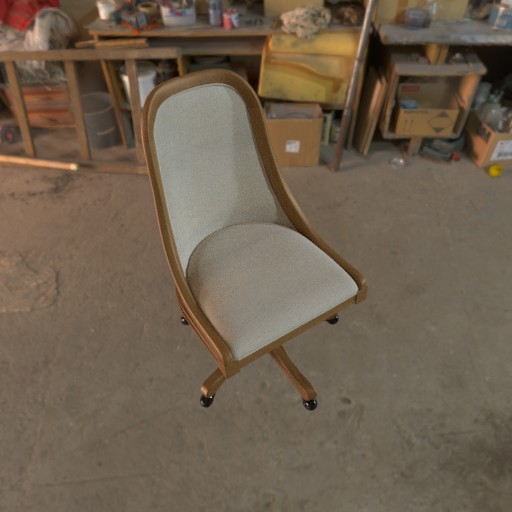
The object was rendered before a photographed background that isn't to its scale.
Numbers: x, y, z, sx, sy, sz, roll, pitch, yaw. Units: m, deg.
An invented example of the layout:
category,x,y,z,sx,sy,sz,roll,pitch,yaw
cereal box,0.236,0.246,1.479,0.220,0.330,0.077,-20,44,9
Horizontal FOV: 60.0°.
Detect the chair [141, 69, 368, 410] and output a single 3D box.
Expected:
category,x,y,z,sx,sy,sz,roll,pitch,yaw
chair,0.000,0.000,1.554,0.702,1.009,0.811,-25,52,-22
